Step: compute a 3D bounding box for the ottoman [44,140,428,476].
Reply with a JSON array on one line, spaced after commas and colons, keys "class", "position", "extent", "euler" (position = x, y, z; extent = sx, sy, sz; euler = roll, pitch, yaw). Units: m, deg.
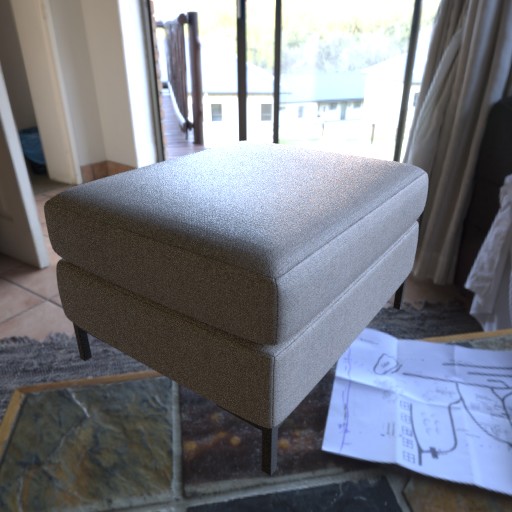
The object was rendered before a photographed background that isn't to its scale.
[{"class": "ottoman", "position": [0.000, 0.000, 1.208], "extent": [0.671, 0.490, 0.820], "euler": [17, 31, 32]}]
